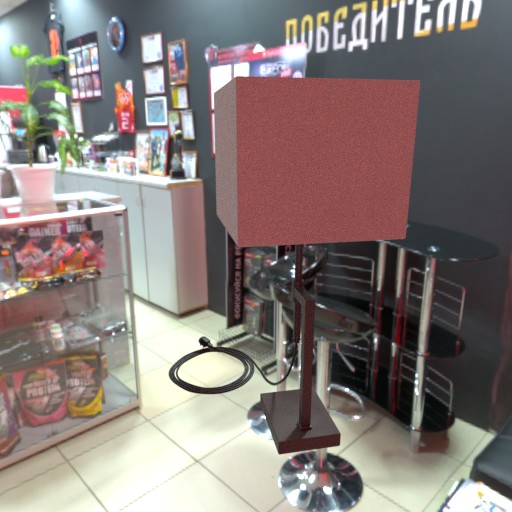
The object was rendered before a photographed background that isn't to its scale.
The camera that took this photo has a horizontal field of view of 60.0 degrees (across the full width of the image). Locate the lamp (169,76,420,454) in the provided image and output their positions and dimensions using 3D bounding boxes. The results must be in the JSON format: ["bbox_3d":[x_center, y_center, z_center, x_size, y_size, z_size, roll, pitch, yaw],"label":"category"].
[{"bbox_3d":[0.000,0.000,0.950,0.399,0.660,0.504,-3,16,-11],"label":"lamp"}]
